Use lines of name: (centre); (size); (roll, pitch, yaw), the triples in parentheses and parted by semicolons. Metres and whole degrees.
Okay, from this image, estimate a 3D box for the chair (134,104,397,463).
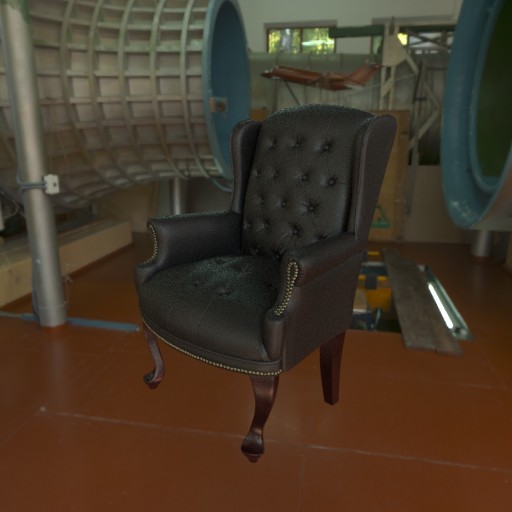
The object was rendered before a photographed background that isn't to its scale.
chair: (0.000, 0.000, 1.705); (0.822, 1.133, 0.831); (-15, 22, -43)
